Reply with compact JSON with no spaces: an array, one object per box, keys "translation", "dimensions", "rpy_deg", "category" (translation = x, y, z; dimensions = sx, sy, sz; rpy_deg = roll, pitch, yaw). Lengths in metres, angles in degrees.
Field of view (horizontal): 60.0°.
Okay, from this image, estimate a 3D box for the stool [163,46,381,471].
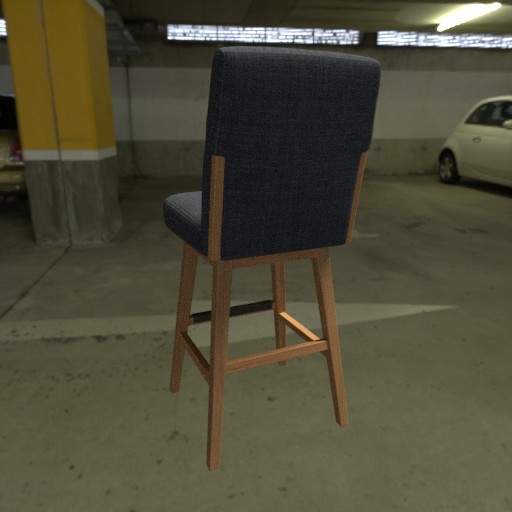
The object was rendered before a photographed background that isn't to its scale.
[{"translation":[0.000,0.000,1.379],"dimensions":[0.483,1.112,0.570],"rpy_deg":[-8,18,-24],"category":"stool"}]
